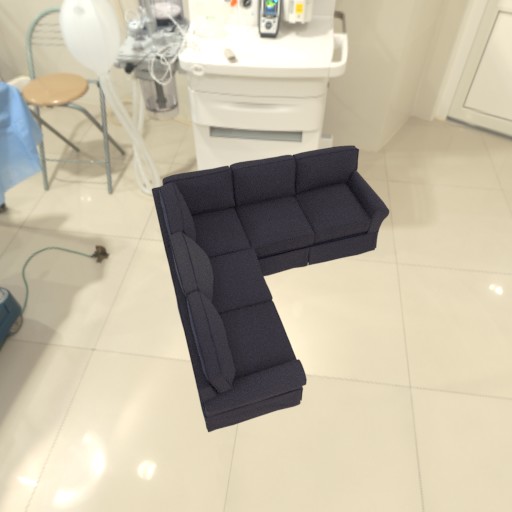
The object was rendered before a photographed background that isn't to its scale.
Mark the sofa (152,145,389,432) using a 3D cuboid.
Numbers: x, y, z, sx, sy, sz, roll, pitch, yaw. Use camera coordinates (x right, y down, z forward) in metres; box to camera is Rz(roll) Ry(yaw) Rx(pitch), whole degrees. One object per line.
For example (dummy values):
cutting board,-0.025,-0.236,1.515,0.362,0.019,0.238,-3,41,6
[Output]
sofa,0.000,0.000,5.102,2.874,1.169,3.773,11,49,10
